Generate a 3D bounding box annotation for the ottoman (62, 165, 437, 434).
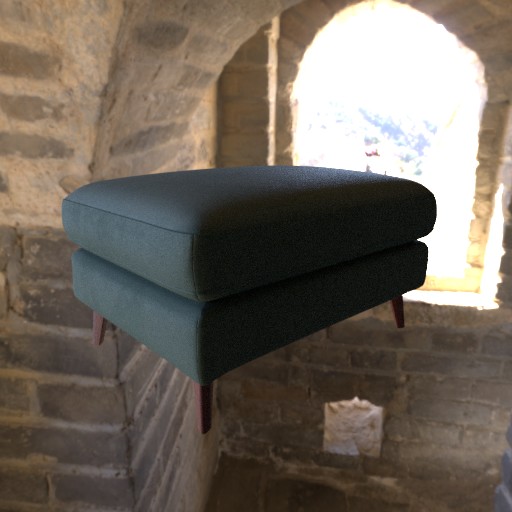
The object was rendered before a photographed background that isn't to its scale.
[{"bbox_3d":[0.000,0.000,1.166,0.811,0.449,0.608,-13,20,-40],"label":"ottoman"}]
